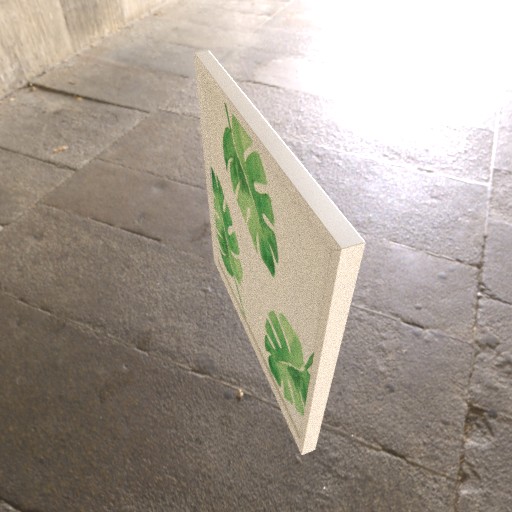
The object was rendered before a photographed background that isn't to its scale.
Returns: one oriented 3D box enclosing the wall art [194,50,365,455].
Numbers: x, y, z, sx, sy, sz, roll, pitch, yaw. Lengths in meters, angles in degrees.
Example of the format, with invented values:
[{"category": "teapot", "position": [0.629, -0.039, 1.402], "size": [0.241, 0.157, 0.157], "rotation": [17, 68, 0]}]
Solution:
[{"category": "wall art", "position": [0.000, 0.000, 1.149], "size": [0.040, 0.762, 0.762], "rotation": [-16, 48, -15]}]
